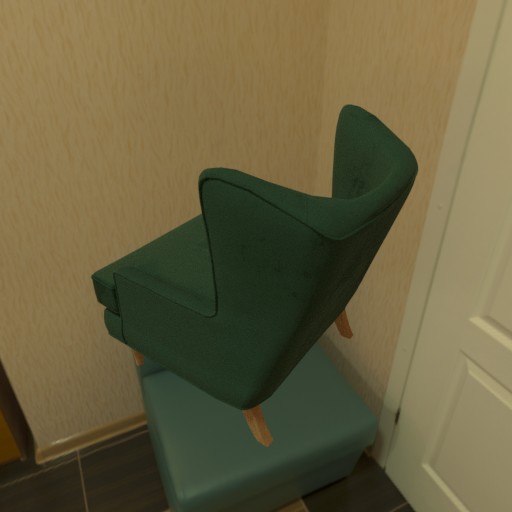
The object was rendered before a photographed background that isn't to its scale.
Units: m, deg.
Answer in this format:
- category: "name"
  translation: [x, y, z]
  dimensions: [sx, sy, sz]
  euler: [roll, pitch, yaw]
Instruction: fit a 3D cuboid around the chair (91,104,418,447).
- category: "chair"
  translation: [0.000, 0.000, 1.587]
  dimensions: [0.910, 0.952, 0.793]
  euler: [21, 38, 29]
